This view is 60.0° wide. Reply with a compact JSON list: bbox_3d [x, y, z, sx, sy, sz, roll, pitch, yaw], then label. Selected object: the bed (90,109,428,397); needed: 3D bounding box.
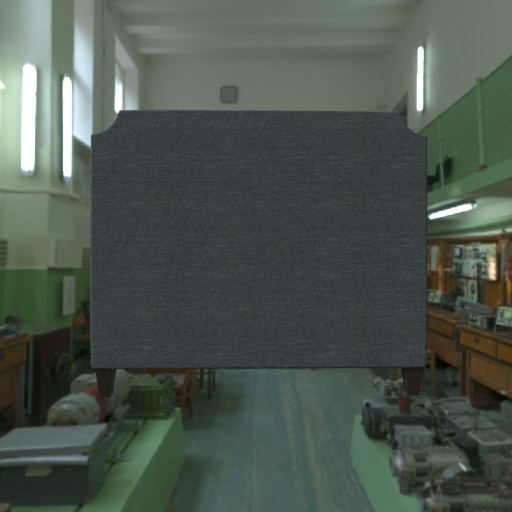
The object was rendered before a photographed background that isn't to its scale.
[{"bbox_3d":[0.000,0.000,3.424,1.713,1.457,2.381,0,-1,-1],"label":"bed"}]
